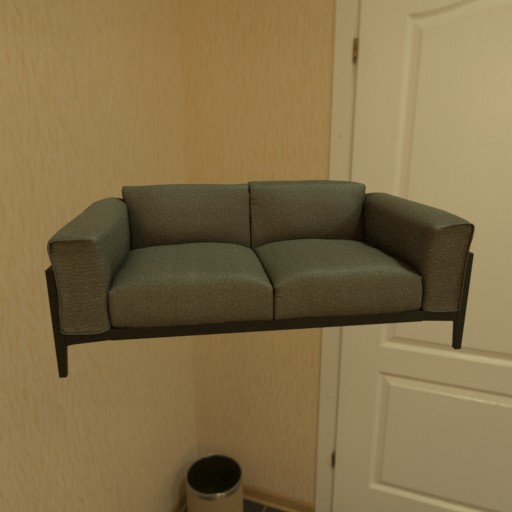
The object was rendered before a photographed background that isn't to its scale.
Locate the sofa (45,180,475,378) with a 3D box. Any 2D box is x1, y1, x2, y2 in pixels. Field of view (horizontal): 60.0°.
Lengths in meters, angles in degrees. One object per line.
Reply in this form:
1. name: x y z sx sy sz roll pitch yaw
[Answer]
1. sofa: 0.000 0.000 2.174 1.690 0.656 0.960 -2 16 -8
